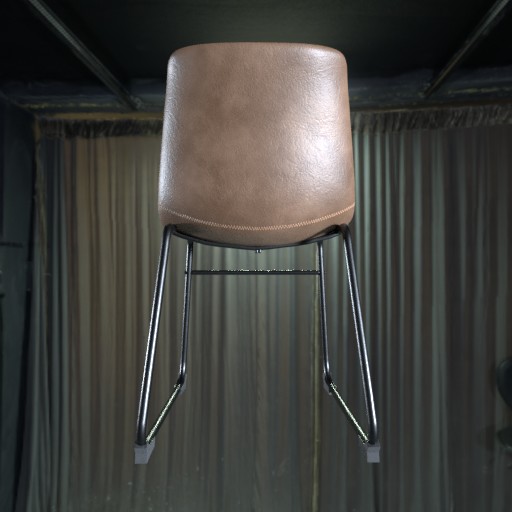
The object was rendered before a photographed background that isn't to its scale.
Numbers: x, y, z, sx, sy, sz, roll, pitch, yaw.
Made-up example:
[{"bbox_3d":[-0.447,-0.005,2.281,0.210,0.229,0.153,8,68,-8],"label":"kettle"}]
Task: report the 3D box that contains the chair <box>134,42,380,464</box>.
[{"bbox_3d":[0.000,0.000,1.068,0.460,0.780,0.551,0,-1,-1],"label":"chair"}]
